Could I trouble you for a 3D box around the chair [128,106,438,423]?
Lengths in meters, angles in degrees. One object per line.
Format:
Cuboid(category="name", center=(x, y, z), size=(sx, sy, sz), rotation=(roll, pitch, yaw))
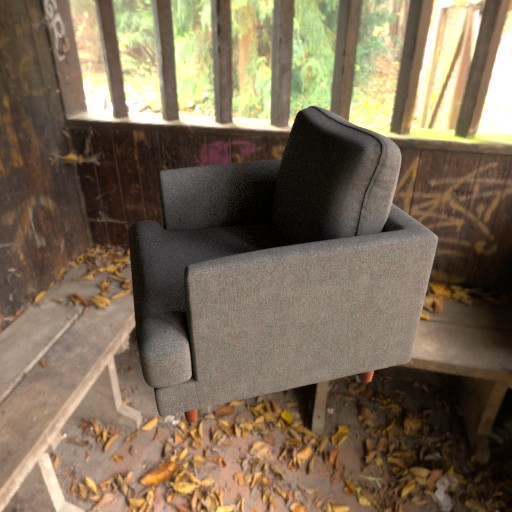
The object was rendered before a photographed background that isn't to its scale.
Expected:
Cuboid(category="chair", center=(0.000, 0.000, 1.640), size=(0.899, 0.957, 0.858), rotation=(-8, 31, -14))
